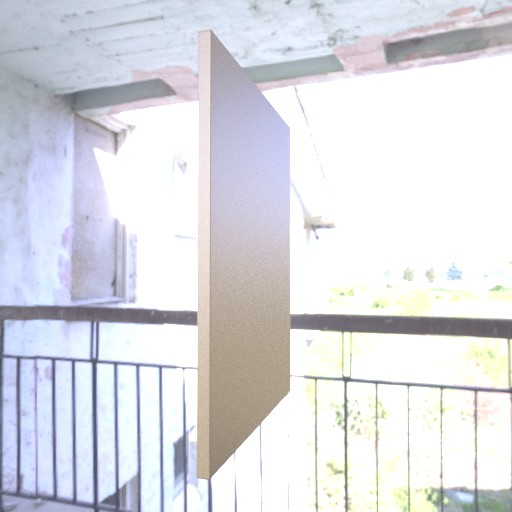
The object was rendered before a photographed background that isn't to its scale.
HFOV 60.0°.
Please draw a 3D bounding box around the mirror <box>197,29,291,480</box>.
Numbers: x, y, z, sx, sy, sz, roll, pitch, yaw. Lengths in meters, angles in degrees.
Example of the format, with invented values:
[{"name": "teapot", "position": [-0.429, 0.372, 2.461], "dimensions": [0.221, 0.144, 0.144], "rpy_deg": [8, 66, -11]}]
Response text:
[{"name": "mirror", "position": [0.000, 0.000, 1.368], "dimensions": [0.032, 1.023, 0.756], "rpy_deg": [-1, -2, 18]}]
